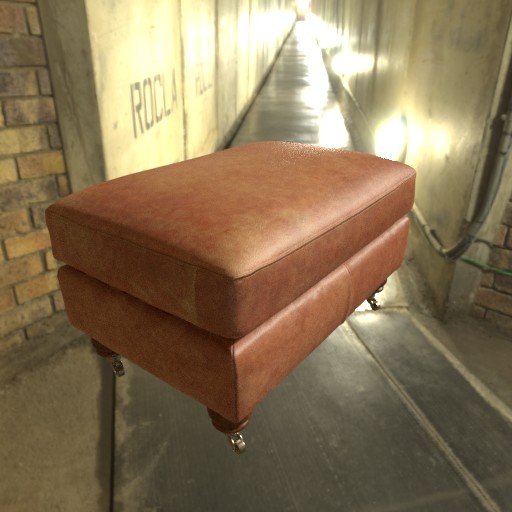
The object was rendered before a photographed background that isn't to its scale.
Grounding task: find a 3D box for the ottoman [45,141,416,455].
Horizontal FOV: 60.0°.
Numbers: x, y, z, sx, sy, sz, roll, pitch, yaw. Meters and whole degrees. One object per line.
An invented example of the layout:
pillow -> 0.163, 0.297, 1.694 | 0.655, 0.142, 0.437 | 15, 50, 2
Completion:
ottoman -> 0.000, 0.000, 1.180 | 0.565, 0.507, 0.852 | 18, 31, 33
